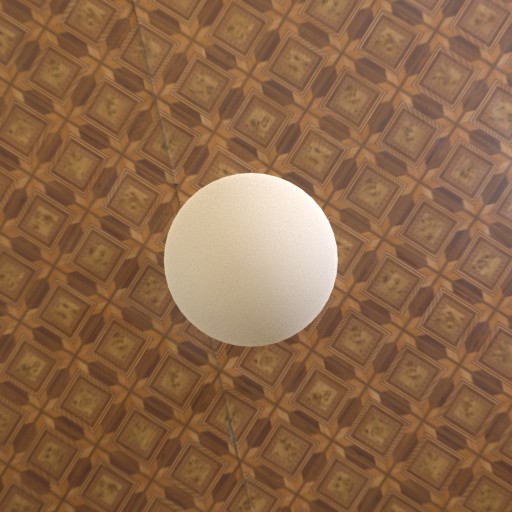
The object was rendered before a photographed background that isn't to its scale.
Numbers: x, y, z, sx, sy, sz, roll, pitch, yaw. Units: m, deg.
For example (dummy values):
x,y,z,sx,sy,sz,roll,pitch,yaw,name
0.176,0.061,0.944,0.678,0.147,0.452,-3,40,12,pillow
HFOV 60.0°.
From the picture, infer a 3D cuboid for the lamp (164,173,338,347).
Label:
x,y,z,sx,sy,sz,roll,pitch,yaw,name
0.000,0.000,0.561,0.153,0.480,0.153,0,91,2,lamp
